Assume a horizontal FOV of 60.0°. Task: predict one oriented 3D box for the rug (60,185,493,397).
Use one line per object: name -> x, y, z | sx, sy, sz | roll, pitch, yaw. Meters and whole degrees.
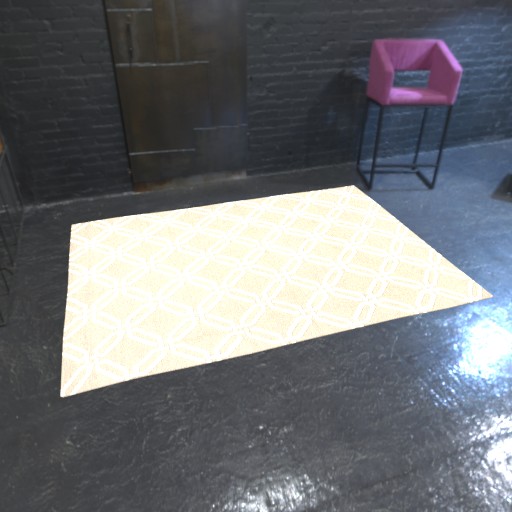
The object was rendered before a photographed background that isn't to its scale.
rug -> 0.000, 0.000, 2.646 | 2.135, 0.013, 1.524 | -10, 34, -15
